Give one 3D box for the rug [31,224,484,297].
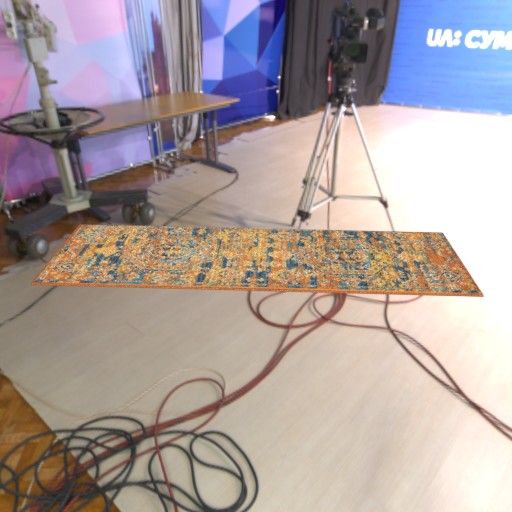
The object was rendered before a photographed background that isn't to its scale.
[{"bbox_3d":[0.000,0.000,2.492,2.274,0.016,0.651,1,32,2],"label":"rug"}]
